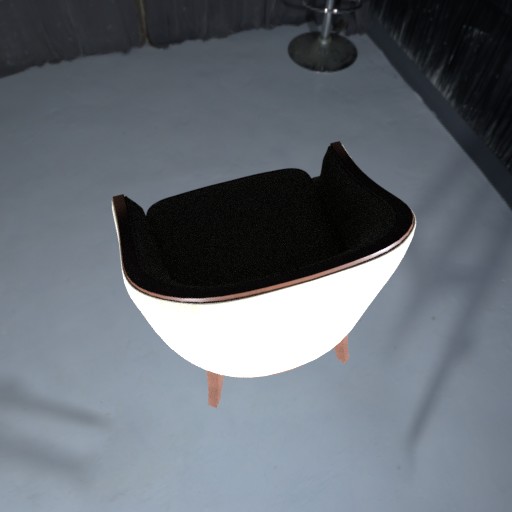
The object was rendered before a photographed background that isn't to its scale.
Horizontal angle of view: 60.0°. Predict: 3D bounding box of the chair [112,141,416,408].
[{"bbox_3d":[0.000,0.000,1.452,0.803,0.876,0.735,-16,58,-10],"label":"chair"}]
